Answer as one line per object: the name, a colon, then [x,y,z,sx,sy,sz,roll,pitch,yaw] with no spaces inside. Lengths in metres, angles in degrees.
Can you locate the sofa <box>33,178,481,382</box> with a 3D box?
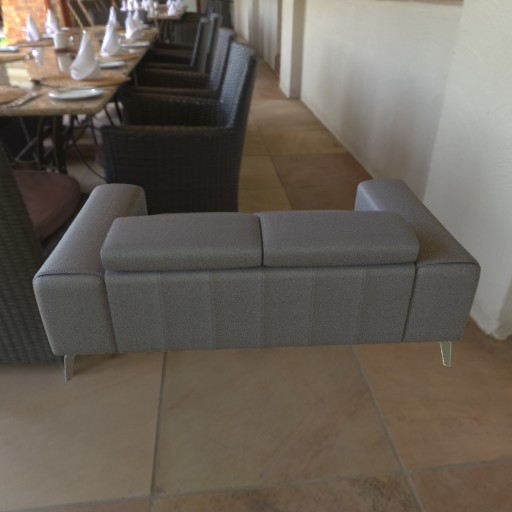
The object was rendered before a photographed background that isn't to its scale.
sofa: [0.000,0.000,2.393,1.930,0.753,1.024,-2,31,-3]
